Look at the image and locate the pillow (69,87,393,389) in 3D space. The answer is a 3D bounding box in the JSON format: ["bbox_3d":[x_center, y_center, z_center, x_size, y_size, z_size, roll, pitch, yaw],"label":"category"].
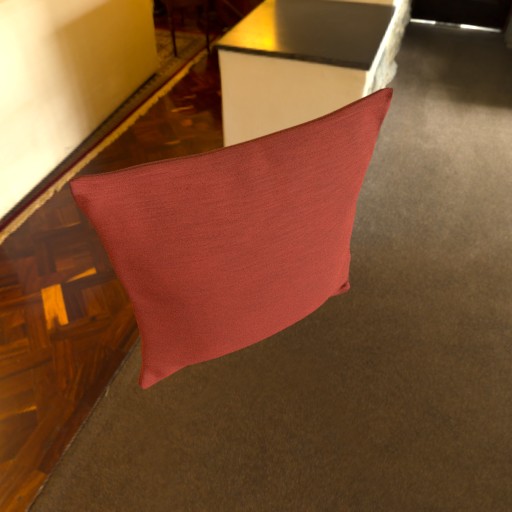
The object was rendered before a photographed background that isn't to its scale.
[{"bbox_3d":[0.000,0.000,0.659,0.435,0.416,0.151,-22,49,-21],"label":"pillow"}]
